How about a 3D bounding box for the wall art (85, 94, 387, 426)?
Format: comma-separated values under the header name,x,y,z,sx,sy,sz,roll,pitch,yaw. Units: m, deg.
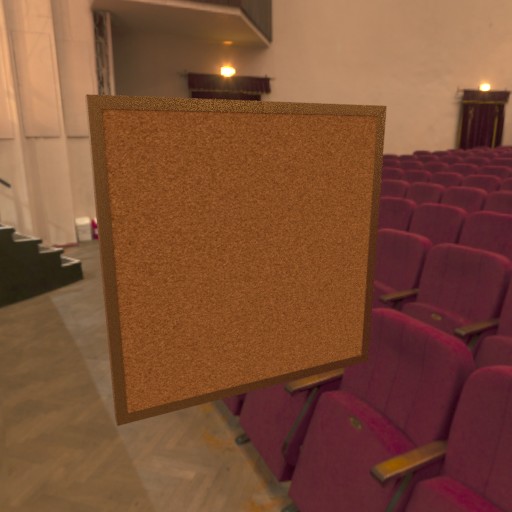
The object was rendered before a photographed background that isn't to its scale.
name,x,y,z,sx,sy,sz,roll,pitch,yaw
wall art,0.000,0.000,1.159,0.767,0.765,0.036,-7,16,-24
